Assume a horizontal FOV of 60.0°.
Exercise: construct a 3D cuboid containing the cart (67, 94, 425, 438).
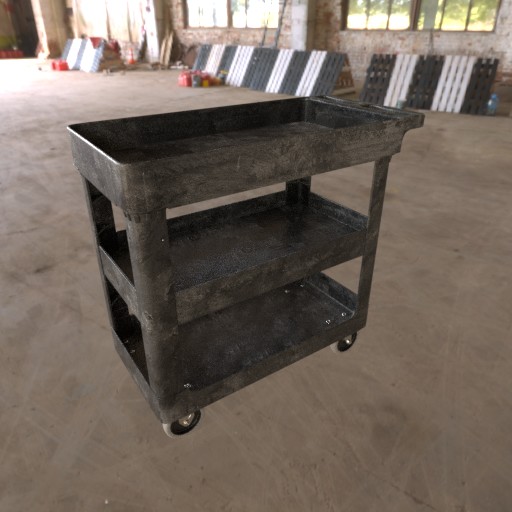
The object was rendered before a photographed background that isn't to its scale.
[{"bbox_3d":[0.000,0.000,1.365,0.877,0.824,0.420,-18,33,-30],"label":"cart"}]
